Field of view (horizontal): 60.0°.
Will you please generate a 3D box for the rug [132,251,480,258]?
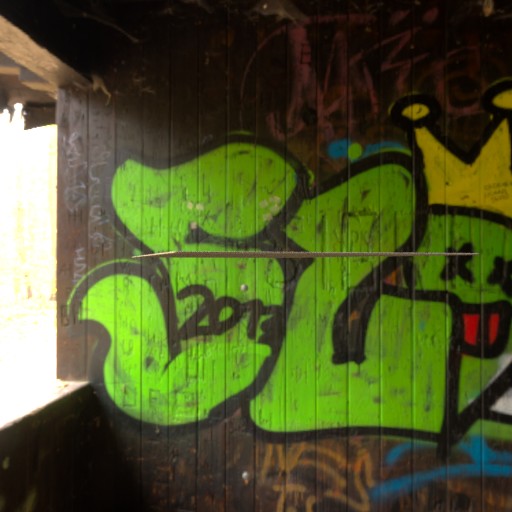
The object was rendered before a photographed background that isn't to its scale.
[{"bbox_3d":[0.000,0.000,3.101,1.523,0.008,2.438,0,-1,-19],"label":"rug"}]
